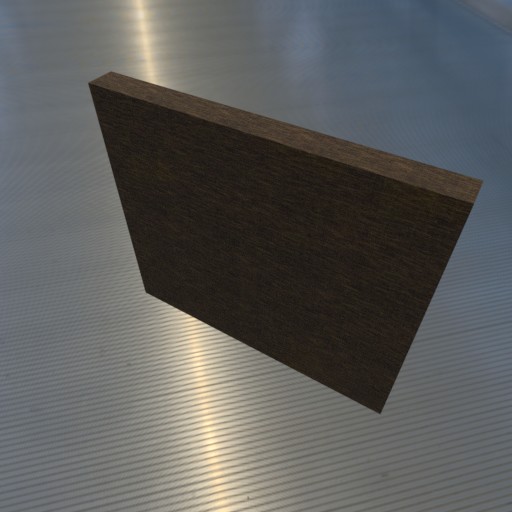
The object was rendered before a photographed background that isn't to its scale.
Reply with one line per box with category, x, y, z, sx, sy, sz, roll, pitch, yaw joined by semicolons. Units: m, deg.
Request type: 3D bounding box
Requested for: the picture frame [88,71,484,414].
picture frame;0.000;0.000;0.508;0.378;0.330;0.033;23;50;21
